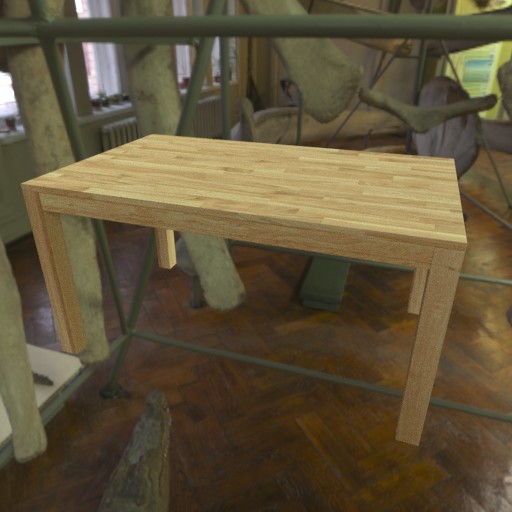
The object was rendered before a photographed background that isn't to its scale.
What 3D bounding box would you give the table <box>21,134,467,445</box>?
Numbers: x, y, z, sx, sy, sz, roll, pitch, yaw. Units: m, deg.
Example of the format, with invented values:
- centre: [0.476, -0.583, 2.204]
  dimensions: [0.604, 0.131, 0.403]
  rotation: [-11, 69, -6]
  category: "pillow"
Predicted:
- centre: [0.000, 0.000, 1.943]
  dimensions: [1.500, 0.770, 0.900]
  rotation: [9, 29, 17]
  category: "table"
